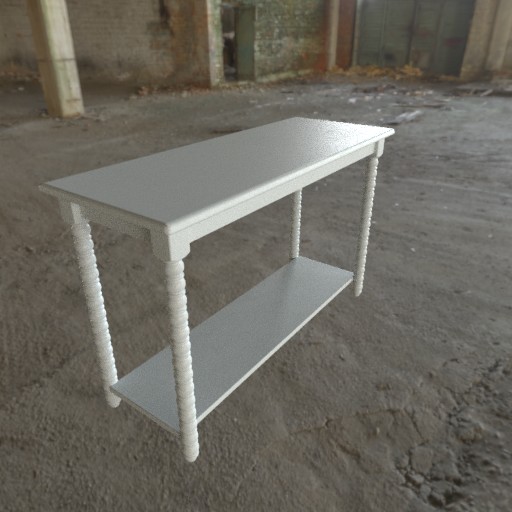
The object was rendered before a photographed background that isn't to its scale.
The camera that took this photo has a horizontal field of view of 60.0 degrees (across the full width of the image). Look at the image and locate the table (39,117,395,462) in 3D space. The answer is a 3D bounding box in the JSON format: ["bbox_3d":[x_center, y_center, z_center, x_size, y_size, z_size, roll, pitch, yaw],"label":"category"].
[{"bbox_3d":[0.000,0.000,1.548,0.459,0.740,1.184,18,32,32],"label":"table"}]
